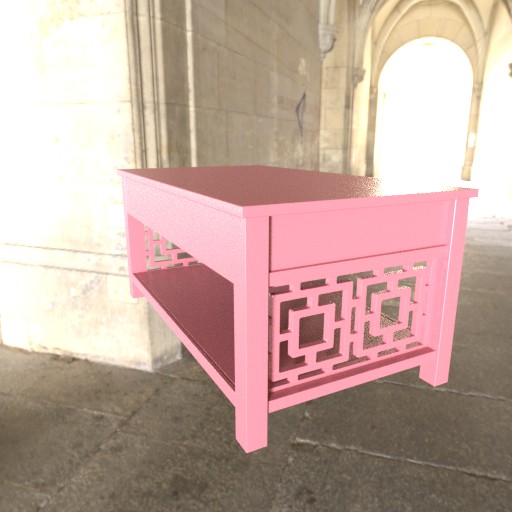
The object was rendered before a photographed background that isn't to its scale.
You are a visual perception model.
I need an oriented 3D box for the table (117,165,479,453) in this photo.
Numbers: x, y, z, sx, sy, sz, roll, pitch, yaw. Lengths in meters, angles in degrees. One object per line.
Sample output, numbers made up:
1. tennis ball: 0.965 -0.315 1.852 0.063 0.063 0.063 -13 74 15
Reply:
1. table: 0.000 0.000 1.394 0.612 0.493 1.068 -8 17 -27
